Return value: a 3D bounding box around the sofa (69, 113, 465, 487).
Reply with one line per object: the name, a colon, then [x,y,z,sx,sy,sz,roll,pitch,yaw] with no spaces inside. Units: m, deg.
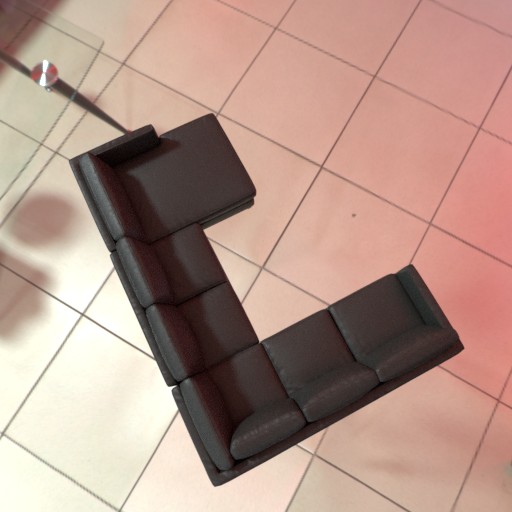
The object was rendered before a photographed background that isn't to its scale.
sofa: [0.000,0.000,4.532,2.593,0.923,3.460,-26,77,-7]
